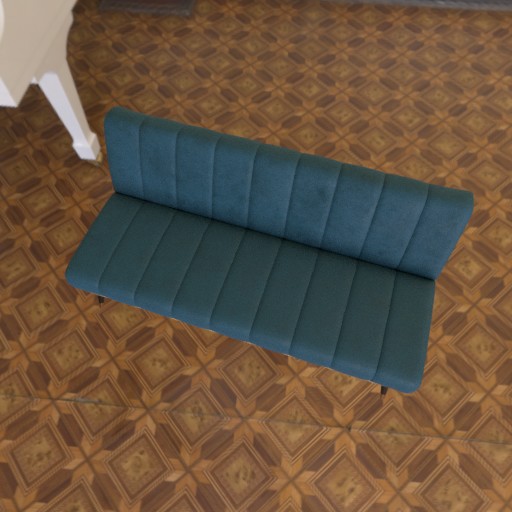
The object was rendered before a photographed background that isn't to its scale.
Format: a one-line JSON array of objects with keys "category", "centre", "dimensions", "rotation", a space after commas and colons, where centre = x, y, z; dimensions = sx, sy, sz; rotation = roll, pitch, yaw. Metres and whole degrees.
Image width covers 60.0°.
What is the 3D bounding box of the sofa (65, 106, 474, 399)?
[{"category": "sofa", "centre": [0.000, 0.000, 2.268], "dimensions": [1.810, 0.825, 0.830], "rotation": [16, 61, 9]}]
